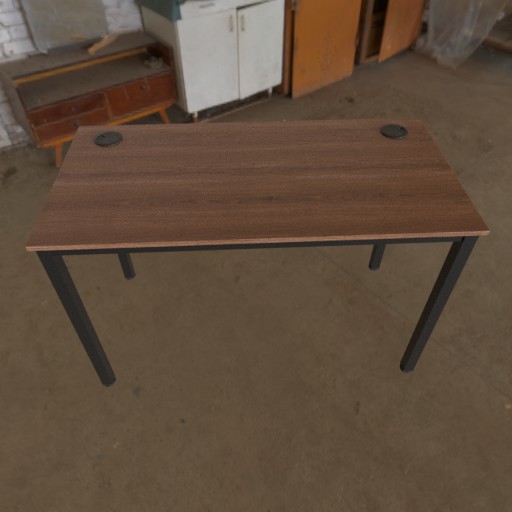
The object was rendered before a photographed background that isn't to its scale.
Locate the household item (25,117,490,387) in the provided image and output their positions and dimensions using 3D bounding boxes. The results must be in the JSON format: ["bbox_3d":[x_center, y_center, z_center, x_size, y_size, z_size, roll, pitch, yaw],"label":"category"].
[{"bbox_3d":[0.000,0.000,1.615,1.200,0.750,0.600,-2,46,-2],"label":"household item"}]
